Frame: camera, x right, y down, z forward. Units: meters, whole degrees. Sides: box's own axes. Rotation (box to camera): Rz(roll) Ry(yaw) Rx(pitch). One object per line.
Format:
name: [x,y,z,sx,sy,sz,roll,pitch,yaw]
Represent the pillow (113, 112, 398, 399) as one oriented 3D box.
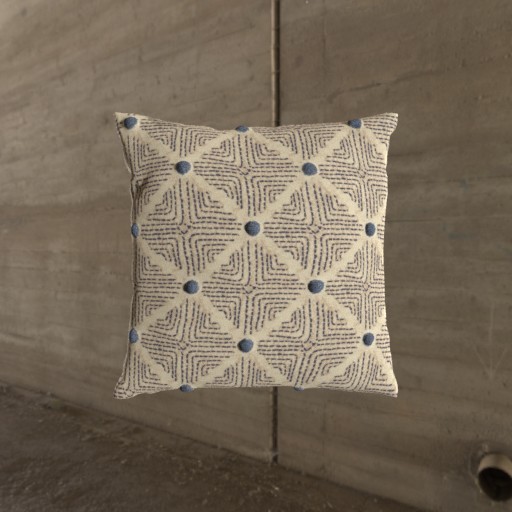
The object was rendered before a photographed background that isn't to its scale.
pillow: [0.000,0.000,0.789,0.510,0.510,0.145,0,1,-1]
